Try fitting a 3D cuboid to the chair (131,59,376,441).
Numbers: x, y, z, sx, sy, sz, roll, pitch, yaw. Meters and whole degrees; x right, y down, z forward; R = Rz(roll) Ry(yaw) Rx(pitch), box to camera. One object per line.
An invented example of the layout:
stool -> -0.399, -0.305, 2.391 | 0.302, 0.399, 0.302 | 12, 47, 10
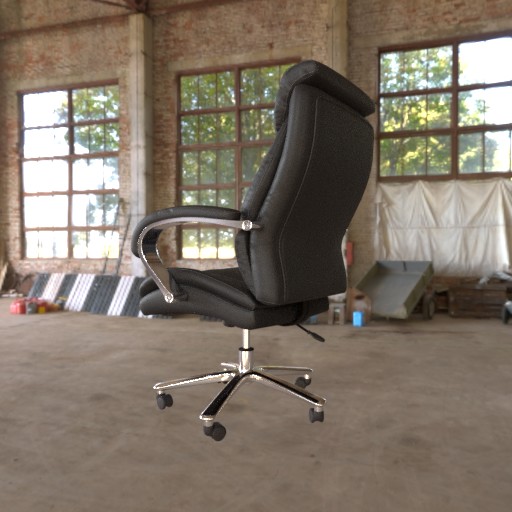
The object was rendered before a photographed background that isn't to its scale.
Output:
chair -> 0.000, 0.000, 1.704 | 0.790, 1.183, 0.755 | 1, 1, 36
